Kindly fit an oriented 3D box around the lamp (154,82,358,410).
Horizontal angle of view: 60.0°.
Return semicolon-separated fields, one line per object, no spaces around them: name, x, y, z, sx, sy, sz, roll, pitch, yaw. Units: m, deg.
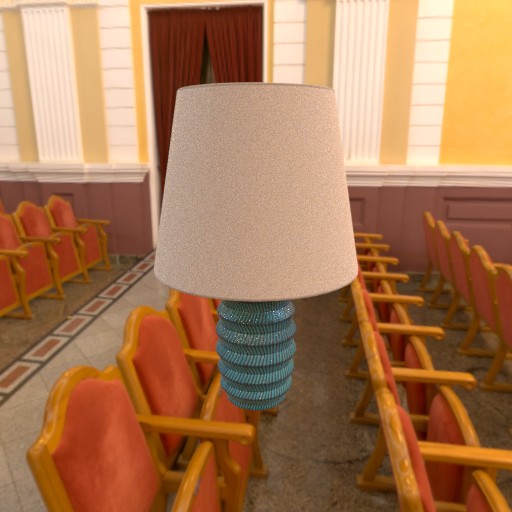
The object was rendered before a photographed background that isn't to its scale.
lamp;0.000;0.000;0.561;0.254;0.392;0.254;0;15;0
